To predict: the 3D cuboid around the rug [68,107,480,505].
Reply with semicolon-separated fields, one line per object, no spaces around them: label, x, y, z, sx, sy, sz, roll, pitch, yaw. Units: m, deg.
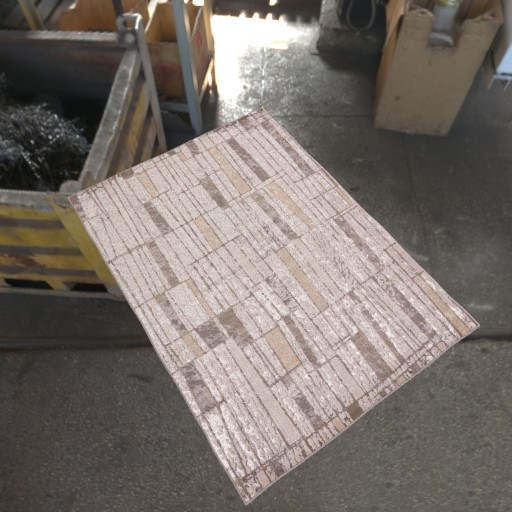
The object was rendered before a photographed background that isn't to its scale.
rug;0.000;0.000;4.213;2.449;0.019;3.357;-30;63;-17
